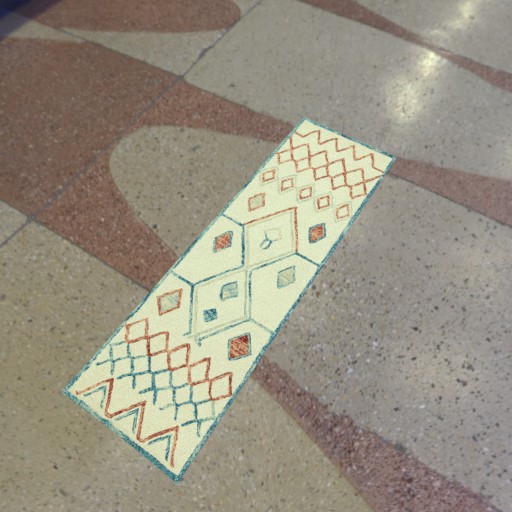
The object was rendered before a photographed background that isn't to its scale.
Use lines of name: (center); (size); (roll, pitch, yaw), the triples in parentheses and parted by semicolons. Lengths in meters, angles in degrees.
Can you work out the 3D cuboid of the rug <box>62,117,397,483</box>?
rug: (0.000, 0.000, 2.665); (0.750, 0.011, 2.435); (29, 62, 17)
